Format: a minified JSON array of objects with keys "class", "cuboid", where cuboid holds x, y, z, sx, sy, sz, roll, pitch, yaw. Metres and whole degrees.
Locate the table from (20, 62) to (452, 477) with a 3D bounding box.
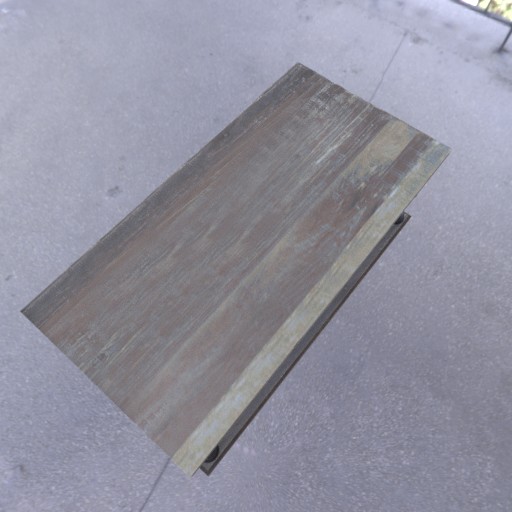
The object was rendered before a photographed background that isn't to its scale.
[{"class":"table","cuboid":[0.000,0.000,1.337,0.554,0.399,1.088,37,69,16]}]
